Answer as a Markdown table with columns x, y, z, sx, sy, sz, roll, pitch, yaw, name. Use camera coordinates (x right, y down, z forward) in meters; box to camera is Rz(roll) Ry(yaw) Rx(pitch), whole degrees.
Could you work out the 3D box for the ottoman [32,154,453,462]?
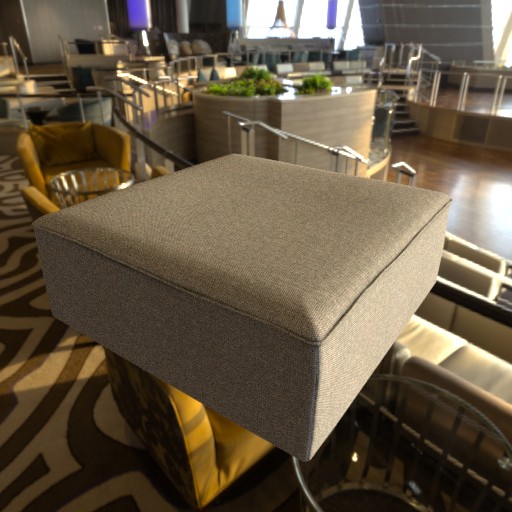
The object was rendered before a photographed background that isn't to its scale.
| x | y | z | sx | sy | sz | roll | pitch | yaw | name |
| --- | --- | --- | --- | --- | --- | --- | --- | --- | --- |
| 0.000 | 0.000 | 1.530 | 1.023 | 0.423 | 1.017 | 18 | 32 | 32 | ottoman |
